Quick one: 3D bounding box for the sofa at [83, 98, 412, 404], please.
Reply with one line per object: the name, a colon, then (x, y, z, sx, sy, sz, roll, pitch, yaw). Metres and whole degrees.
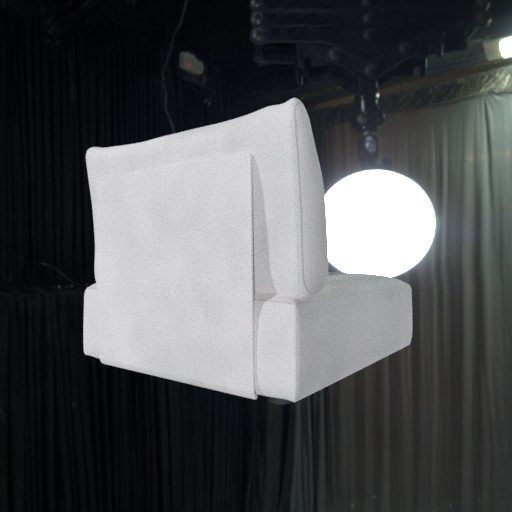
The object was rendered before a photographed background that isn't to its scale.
sofa: (0.000, 0.000, 1.791, 1.000, 0.820, 1.000, 0, 0, 36)
